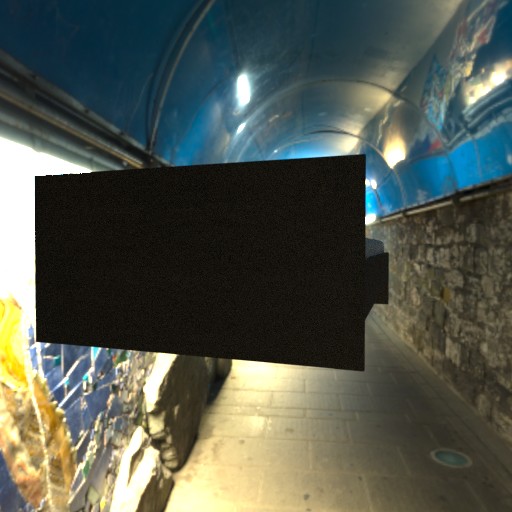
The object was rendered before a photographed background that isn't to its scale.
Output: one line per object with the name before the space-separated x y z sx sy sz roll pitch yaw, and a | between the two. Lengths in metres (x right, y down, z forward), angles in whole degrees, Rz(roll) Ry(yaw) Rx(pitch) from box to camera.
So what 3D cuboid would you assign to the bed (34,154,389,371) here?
bed | 0.000 0.000 2.898 1.585 0.823 2.073 0 1 19
